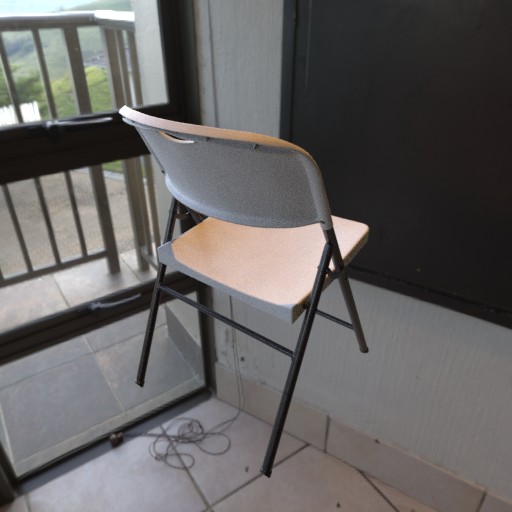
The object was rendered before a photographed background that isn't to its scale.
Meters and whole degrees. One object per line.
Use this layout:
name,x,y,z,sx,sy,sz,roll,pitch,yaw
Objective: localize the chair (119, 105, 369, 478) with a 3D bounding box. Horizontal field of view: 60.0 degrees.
chair,0.000,0.000,1.158,0.494,0.810,0.566,22,37,31
